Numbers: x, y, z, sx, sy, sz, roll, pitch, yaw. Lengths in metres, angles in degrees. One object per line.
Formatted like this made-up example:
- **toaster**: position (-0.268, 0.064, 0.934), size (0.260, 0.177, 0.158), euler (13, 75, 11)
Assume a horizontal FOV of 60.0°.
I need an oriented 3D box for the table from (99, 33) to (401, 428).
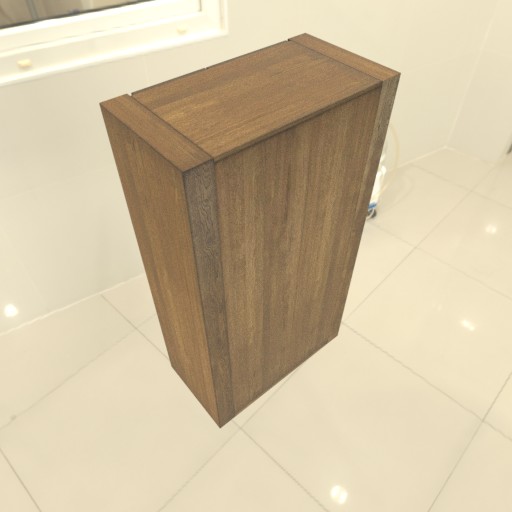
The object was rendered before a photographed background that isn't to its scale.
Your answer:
- **table**: position (0.000, 0.000, 2.518), size (1.100, 2.000, 0.600), euler (-31, 54, -26)
